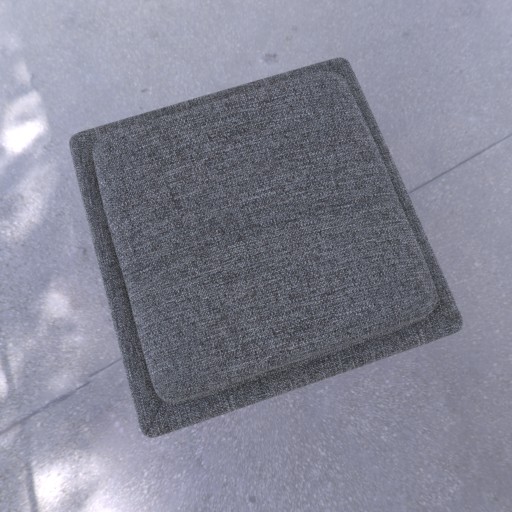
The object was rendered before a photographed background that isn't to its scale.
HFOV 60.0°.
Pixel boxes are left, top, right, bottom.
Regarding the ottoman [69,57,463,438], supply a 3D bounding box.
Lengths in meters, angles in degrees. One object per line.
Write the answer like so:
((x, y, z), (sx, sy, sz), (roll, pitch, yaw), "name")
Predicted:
((0.000, 0.000, 0.788), (0.450, 0.460, 0.450), (-18, 77, -4), "ottoman")
